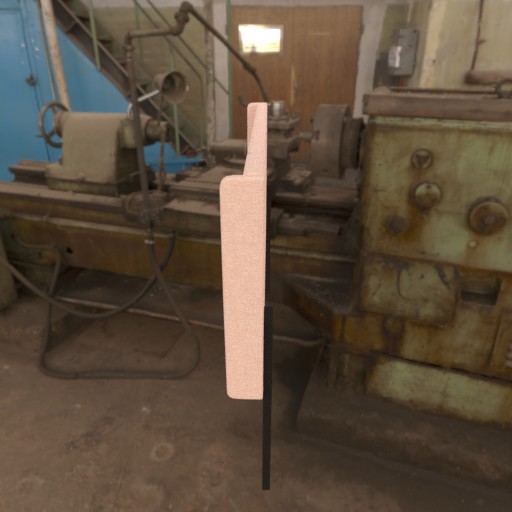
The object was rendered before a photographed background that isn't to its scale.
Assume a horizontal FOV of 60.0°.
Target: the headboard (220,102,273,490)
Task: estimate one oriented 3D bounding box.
[{"bbox_3d":[0.000,0.000,2.660,0.184,1.524,2.051,1,25,1],"label":"headboard"}]
